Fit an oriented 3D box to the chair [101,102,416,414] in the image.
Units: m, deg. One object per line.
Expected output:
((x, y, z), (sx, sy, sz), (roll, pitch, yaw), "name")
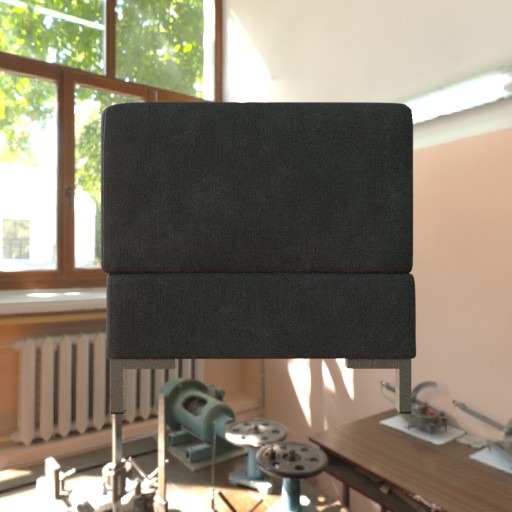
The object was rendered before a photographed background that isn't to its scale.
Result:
((0.000, 0.000, 1.243), (0.680, 0.660, 0.680), (0, 0, 0), "chair")
